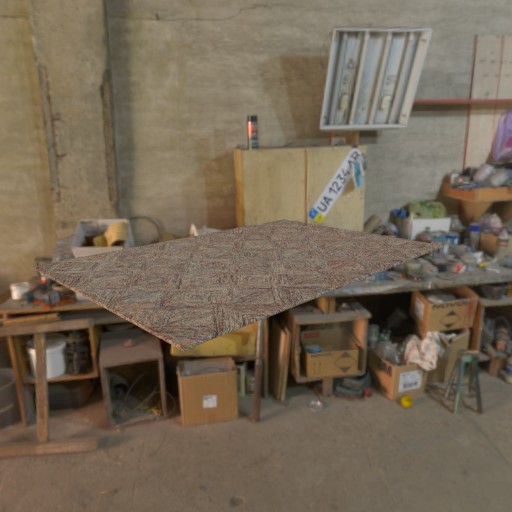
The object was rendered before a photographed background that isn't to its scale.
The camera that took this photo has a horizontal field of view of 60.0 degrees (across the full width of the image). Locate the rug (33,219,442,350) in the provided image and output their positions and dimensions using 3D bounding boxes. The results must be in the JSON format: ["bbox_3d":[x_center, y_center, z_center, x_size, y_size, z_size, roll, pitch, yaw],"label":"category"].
[{"bbox_3d":[0.000,0.000,2.928,1.523,0.019,2.285,14,20,43],"label":"rug"}]
